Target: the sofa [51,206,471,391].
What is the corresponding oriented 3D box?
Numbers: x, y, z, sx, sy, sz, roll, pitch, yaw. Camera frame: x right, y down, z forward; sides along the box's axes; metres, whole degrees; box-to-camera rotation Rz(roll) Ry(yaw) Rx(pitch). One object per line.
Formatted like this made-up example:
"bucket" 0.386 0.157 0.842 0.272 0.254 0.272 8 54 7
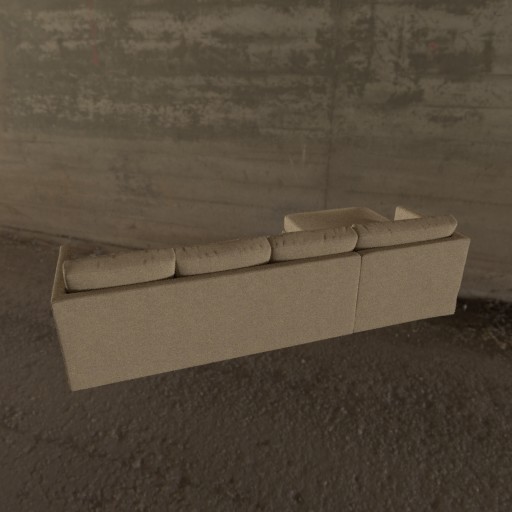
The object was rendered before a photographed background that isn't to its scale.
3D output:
"sofa" 0.000 0.000 3.962 3.198 0.920 1.638 -8 26 -17
